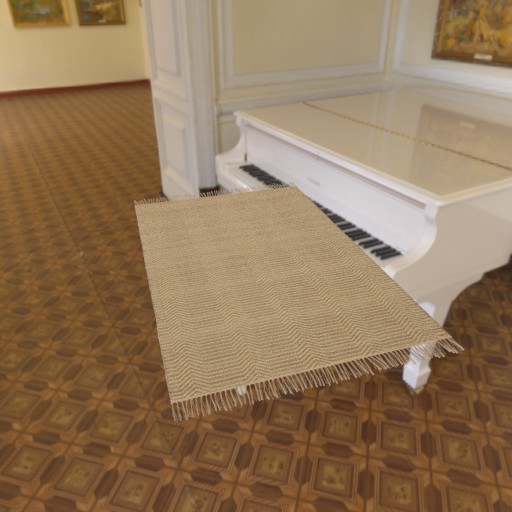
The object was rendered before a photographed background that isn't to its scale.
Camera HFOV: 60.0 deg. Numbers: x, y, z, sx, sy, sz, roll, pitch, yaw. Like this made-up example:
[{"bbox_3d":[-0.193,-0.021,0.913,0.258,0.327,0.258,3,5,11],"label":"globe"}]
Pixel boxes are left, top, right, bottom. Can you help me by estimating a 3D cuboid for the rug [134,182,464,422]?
[{"bbox_3d":[0.000,0.000,3.155,1.528,0.034,2.523,-9,32,-15],"label":"rug"}]
